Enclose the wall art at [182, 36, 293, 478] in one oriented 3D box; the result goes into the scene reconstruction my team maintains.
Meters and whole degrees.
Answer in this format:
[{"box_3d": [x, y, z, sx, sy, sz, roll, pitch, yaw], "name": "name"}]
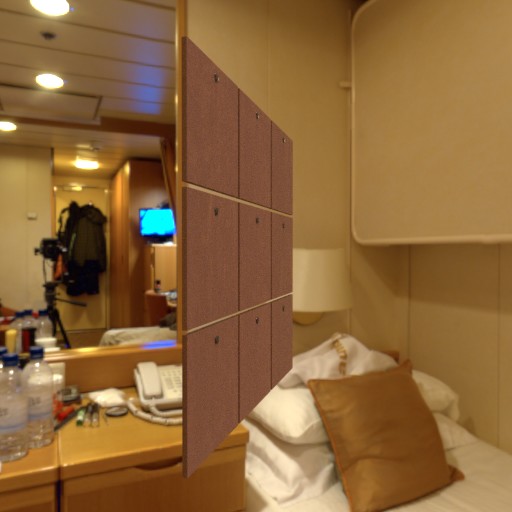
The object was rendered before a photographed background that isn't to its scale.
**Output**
[{"box_3d": [0.000, 0.000, 1.348, 0.018, 0.913, 0.915, 0, 1, 18], "name": "wall art"}]
